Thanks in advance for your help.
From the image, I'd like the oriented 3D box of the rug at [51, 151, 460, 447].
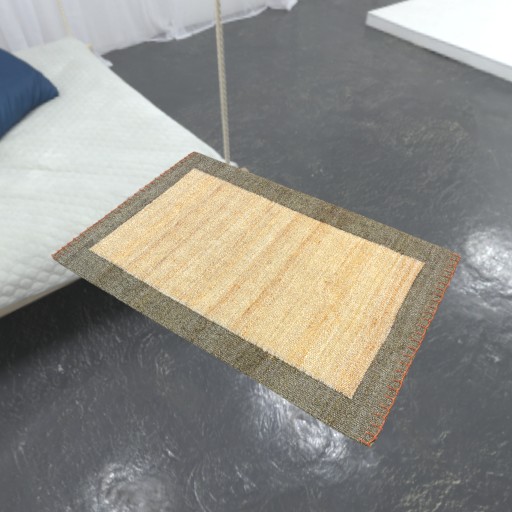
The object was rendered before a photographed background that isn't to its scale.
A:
[{"bbox_3d":[0.000,0.000,2.351,1.838,0.019,1.220,25,51,22],"label":"rug"}]
